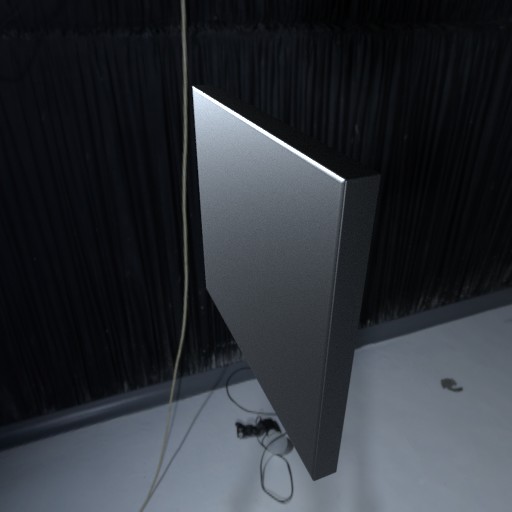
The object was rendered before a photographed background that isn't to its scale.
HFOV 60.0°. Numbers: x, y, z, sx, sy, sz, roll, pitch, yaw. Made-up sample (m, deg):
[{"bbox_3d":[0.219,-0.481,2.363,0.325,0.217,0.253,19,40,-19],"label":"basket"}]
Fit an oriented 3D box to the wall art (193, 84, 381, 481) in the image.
[{"bbox_3d":[0.000,0.000,0.532,0.028,0.330,0.380,-12,32,-19],"label":"wall art"}]
